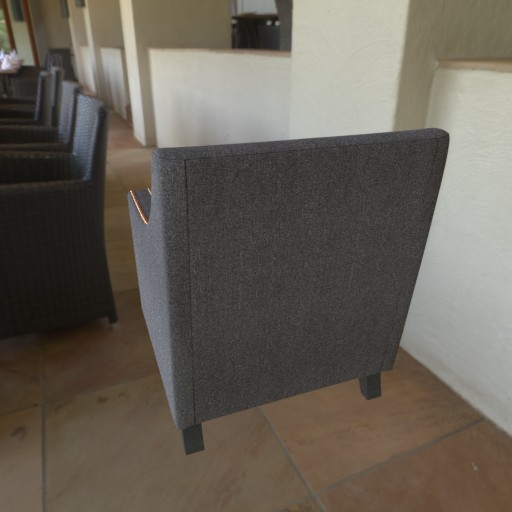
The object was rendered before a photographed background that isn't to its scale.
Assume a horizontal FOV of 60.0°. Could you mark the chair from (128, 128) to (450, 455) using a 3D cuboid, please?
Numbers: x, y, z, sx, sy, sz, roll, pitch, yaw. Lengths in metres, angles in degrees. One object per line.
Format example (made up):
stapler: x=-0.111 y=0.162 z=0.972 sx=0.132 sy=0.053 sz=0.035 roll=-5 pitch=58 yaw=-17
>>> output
chair: x=0.000 y=0.000 z=1.583 sx=0.776 sy=0.967 sz=0.884 roll=-9 pitch=27 yaw=-19
